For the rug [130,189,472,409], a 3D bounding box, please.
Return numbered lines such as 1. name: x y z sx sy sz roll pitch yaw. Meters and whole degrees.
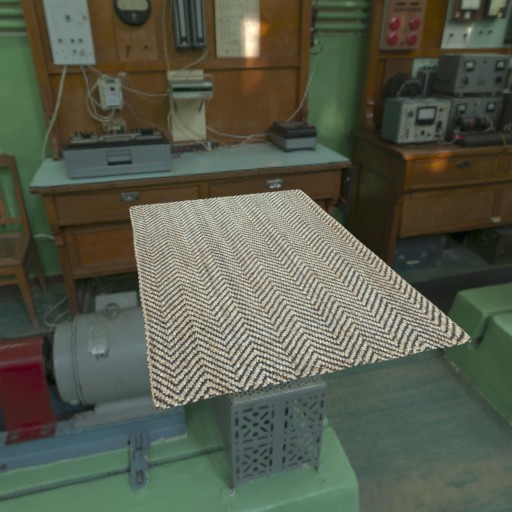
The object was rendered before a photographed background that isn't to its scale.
1. rug: 0.000 0.000 2.330 1.219 0.008 1.828 -8 29 -15
